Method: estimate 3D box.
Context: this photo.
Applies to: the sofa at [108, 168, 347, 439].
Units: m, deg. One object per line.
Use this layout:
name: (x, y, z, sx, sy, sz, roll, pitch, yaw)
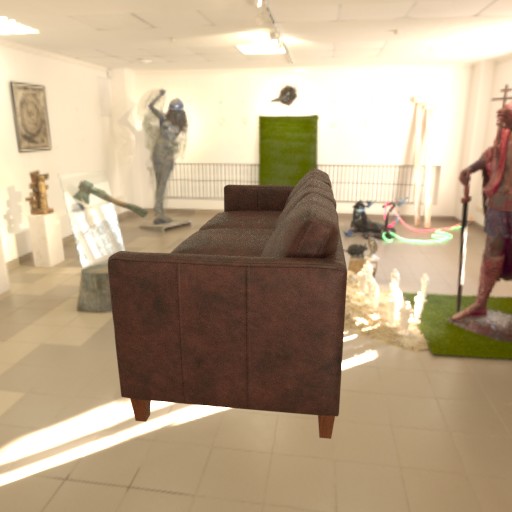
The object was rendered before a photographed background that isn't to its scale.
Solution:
sofa: (0.000, 0.000, 2.991, 1.045, 1.006, 2.464, 2, 16, 8)
